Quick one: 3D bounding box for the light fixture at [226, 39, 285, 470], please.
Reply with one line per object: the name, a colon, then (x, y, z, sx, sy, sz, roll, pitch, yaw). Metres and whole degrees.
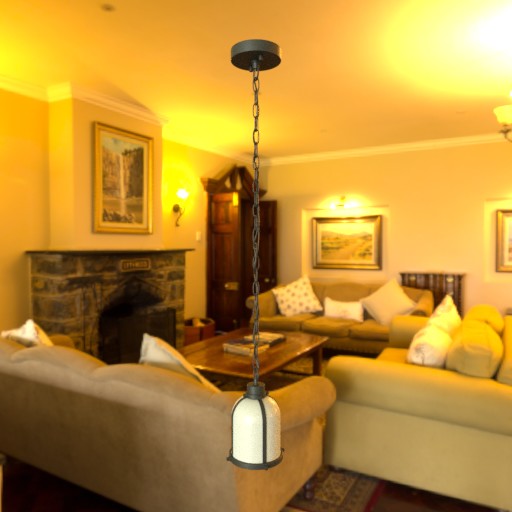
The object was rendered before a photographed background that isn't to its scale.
light fixture: (0.000, 0.000, 1.290, 0.178, 1.181, 0.178, -1, 2, -19)
